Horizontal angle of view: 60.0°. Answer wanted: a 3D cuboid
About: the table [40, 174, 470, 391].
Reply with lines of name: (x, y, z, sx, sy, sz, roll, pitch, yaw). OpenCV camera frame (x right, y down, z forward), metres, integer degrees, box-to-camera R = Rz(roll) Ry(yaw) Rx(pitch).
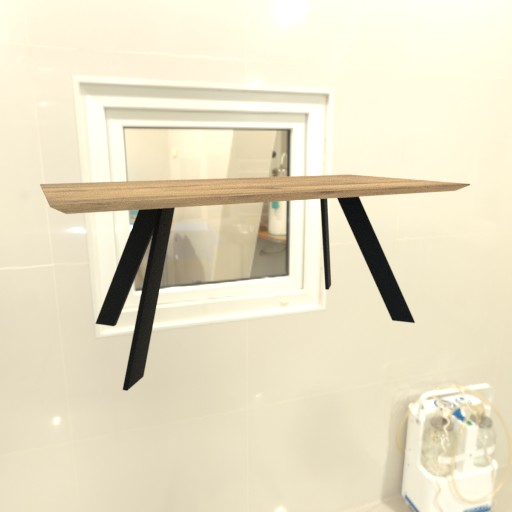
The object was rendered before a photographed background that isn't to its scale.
table: (0.000, 0.000, 2.394, 2.000, 0.770, 1.000, -7, 15, -26)
